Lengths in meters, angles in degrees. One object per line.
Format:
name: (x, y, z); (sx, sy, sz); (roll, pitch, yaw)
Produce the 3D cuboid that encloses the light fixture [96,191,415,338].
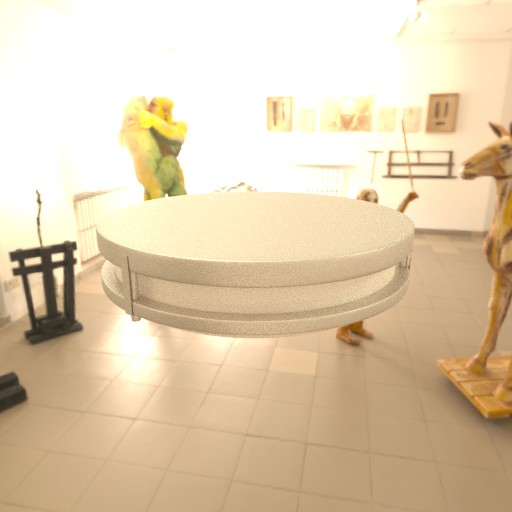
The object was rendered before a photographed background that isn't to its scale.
light fixture: (0.000, 0.000, 0.535); (0.356, 0.102, 0.356); (0, 17, 0)
